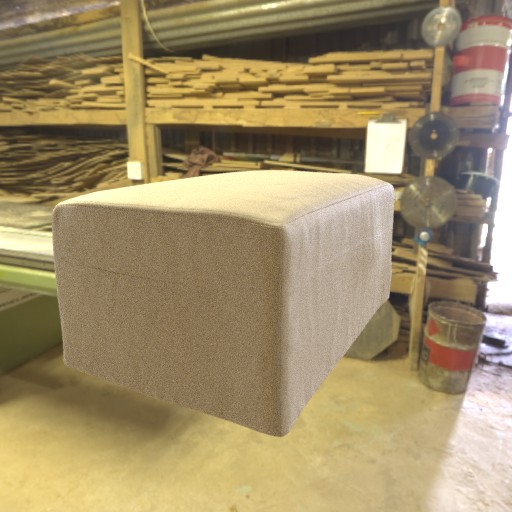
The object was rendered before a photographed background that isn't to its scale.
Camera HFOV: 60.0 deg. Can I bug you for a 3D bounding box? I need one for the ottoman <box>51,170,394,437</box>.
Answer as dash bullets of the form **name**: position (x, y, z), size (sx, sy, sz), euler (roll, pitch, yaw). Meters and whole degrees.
- **ottoman**: position (0.000, 0.000, 1.205), size (0.590, 0.444, 0.872), euler (7, 16, 27)
